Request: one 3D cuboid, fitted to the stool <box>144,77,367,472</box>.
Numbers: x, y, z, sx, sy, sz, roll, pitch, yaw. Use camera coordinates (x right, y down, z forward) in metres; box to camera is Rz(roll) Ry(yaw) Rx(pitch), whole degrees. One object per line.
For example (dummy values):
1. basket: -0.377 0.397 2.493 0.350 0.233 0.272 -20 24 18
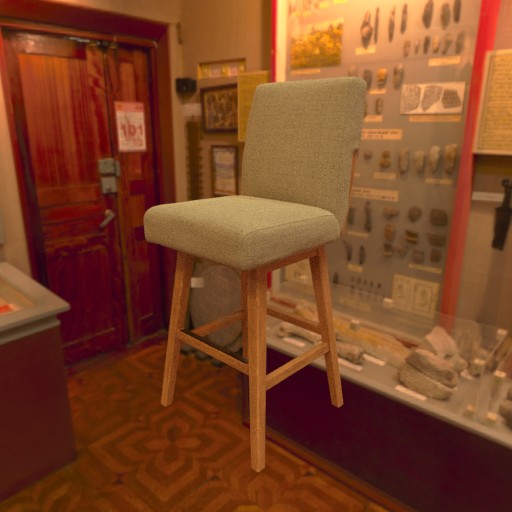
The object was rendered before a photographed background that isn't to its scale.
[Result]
1. stool: 0.000 0.000 1.452 0.483 1.106 0.569 15 23 41
